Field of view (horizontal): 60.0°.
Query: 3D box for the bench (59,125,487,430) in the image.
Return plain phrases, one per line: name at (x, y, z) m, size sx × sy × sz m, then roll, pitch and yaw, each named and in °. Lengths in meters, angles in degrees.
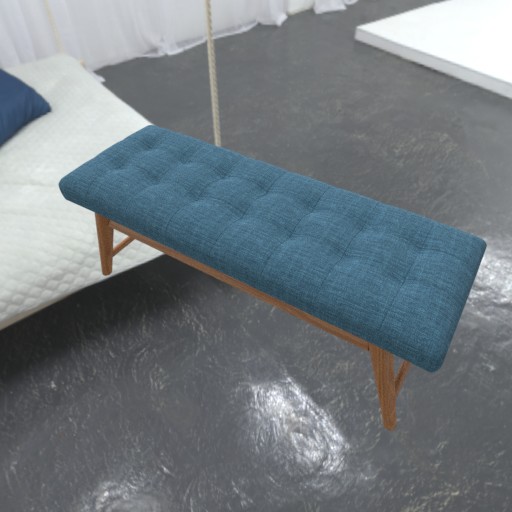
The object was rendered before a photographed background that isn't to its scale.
bench at (0.000, 0.000, 1.314) m, size 1.118 × 0.432 × 0.406 m, roll 24°, pitch 49°, yaw 22°
